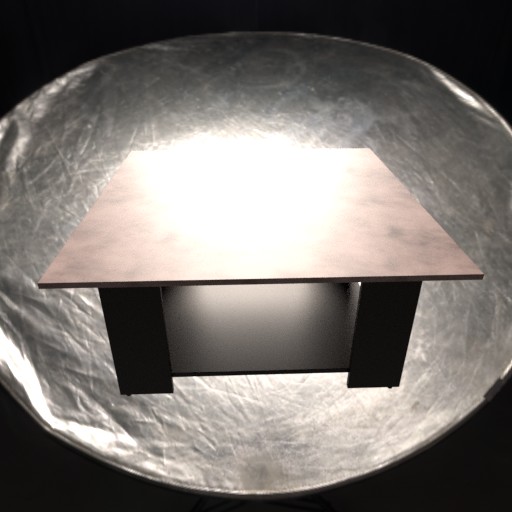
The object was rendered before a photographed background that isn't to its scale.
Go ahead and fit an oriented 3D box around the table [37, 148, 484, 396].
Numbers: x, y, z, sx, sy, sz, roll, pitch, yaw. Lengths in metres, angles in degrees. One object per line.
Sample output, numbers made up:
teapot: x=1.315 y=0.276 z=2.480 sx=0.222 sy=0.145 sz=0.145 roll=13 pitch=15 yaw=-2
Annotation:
table: x=0.000 y=0.000 z=1.028 sx=0.670 sy=0.305 sz=0.670 roll=-1 pitch=30 yaw=-2
